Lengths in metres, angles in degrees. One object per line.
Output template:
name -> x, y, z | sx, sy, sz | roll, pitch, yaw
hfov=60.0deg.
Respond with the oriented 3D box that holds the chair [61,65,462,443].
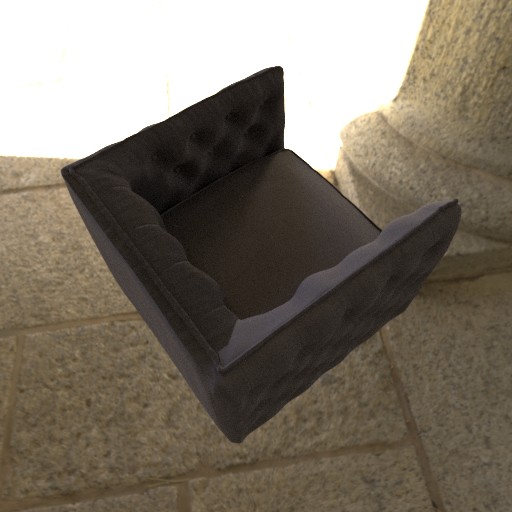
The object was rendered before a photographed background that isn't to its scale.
chair -> 0.000, 0.000, 1.648 | 0.913, 0.807, 0.946 | -33, 63, -19
